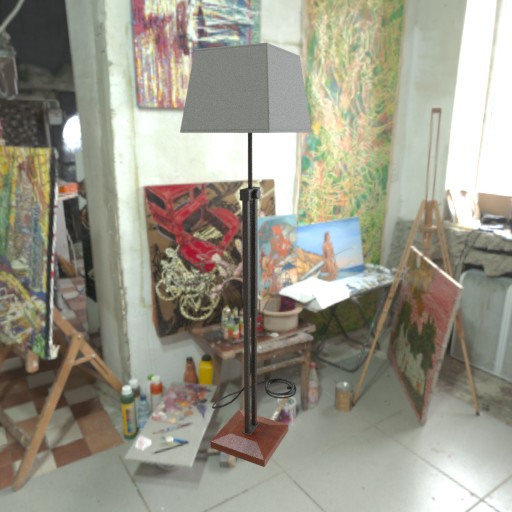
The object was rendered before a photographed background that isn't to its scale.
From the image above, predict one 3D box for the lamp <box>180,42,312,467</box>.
[{"bbox_3d":[0.000,0.000,2.039,0.472,1.712,0.745,8,18,26],"label":"lamp"}]
